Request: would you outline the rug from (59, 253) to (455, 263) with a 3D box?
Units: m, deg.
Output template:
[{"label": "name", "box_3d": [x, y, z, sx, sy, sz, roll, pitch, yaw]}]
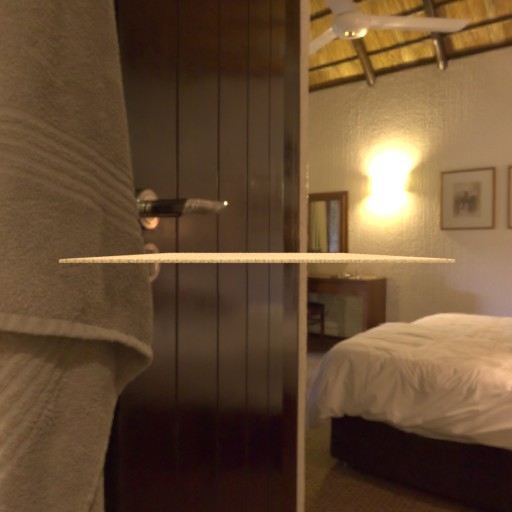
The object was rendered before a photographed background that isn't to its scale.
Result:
[{"label": "rug", "box_3d": [0.000, 0.000, 2.761, 1.509, 0.013, 2.144, 0, 1, 0]}]
